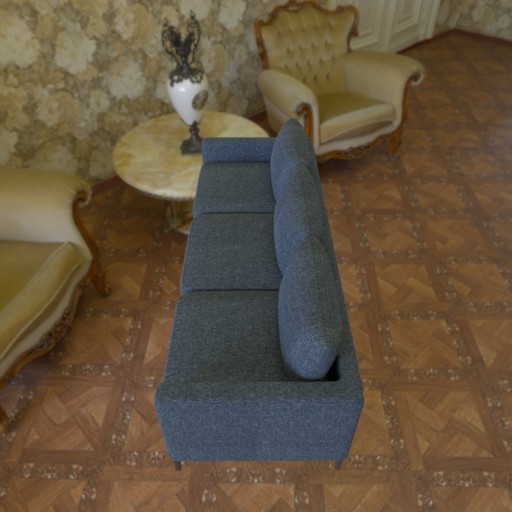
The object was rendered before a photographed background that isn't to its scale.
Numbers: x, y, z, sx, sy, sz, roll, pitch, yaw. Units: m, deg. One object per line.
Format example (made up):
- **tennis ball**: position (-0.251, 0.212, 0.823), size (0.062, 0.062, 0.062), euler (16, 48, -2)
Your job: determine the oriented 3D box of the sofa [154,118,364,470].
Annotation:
- **sofa**: position (0.000, 0.000, 2.698), size (0.859, 0.874, 2.218), euler (0, 42, 0)
